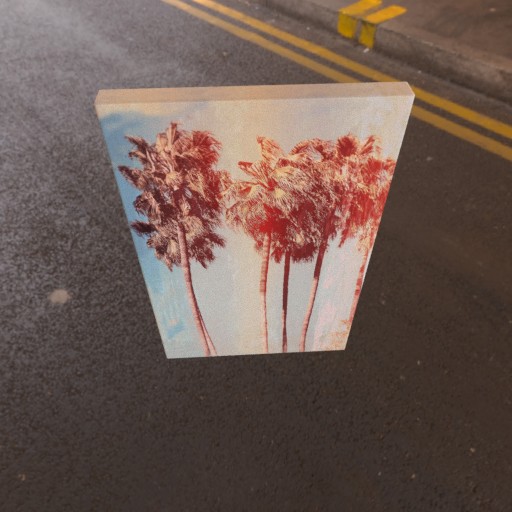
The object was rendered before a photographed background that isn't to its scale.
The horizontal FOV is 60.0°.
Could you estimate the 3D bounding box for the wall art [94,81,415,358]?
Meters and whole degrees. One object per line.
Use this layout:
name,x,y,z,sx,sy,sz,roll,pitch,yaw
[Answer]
wall art,0.000,0.000,0.784,0.401,0.610,0.038,-2,47,-2
